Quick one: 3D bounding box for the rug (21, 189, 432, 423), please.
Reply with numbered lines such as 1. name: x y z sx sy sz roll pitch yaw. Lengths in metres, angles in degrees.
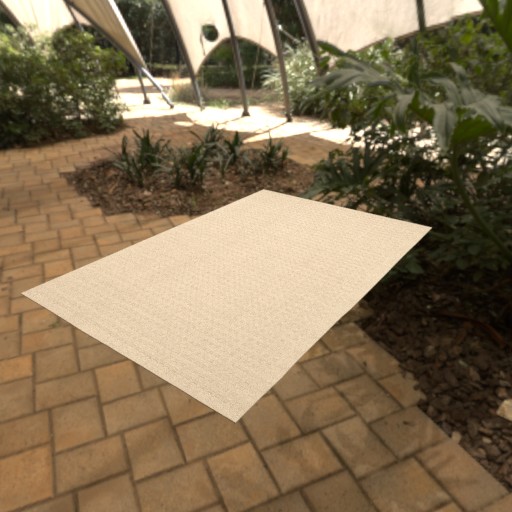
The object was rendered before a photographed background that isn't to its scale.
1. rug: 0.000 0.000 2.842 1.523 0.006 2.289 18 32 32
